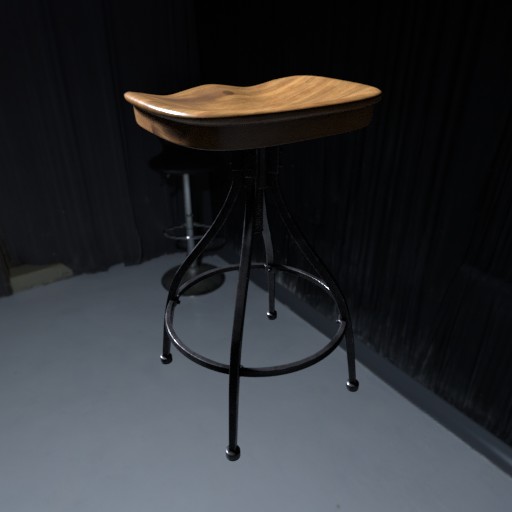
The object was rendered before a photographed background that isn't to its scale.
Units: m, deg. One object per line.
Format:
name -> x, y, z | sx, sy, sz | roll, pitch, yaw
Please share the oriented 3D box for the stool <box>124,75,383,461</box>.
stool -> 0.000, 0.000, 0.972 | 0.432, 0.694, 0.424 | -18, 34, -29
